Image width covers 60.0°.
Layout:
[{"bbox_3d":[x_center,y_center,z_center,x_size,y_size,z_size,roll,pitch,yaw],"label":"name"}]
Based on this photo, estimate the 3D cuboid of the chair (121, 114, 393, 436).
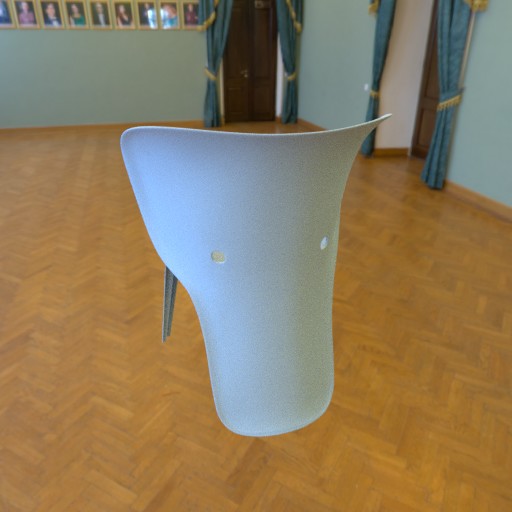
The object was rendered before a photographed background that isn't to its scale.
[{"bbox_3d":[0.000,0.000,0.865,0.451,0.554,0.402,-8,27,-16],"label":"chair"}]
